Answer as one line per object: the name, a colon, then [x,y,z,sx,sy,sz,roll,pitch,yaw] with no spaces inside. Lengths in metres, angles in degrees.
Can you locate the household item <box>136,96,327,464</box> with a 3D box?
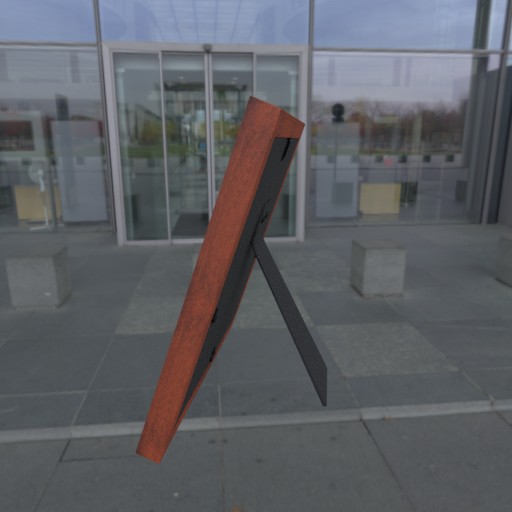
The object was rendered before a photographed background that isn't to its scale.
household item: [0.000,0.000,0.383,0.131,0.240,0.240,2,15,9]
